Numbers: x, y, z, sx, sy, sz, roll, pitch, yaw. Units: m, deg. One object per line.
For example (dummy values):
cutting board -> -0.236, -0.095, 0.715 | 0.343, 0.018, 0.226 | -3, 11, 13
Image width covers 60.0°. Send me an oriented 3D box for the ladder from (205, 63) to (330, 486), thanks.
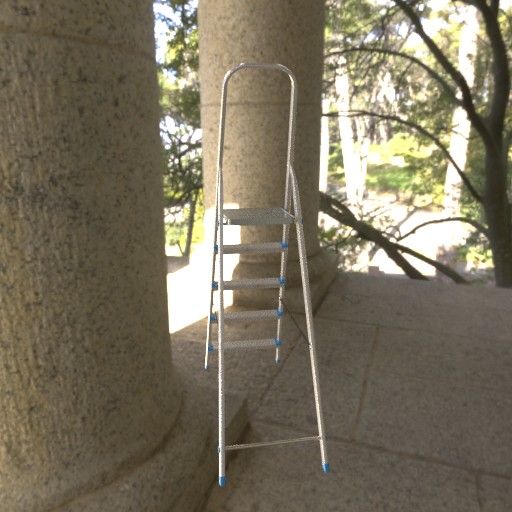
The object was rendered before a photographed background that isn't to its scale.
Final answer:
ladder -> 0.000, 0.000, 2.086 | 0.468, 1.648, 0.990 | -3, 15, -9
